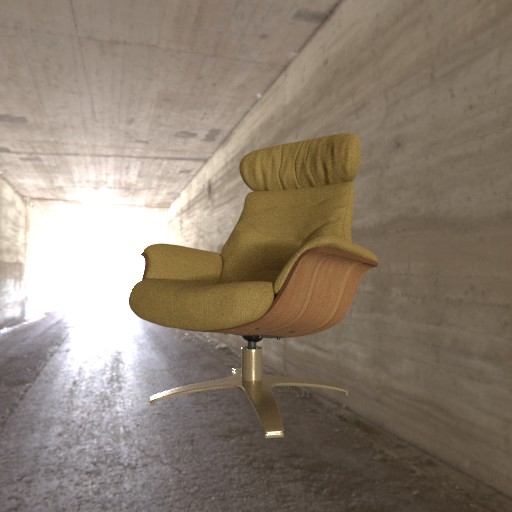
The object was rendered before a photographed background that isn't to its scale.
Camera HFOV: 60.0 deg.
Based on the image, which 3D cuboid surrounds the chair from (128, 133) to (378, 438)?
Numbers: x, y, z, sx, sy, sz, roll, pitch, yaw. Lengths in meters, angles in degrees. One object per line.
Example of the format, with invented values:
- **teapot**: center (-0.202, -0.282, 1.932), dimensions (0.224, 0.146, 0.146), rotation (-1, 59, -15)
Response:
- **chair**: center (0.000, 0.000, 1.588), dimensions (0.785, 0.995, 0.837), rotation (-1, -2, 36)
